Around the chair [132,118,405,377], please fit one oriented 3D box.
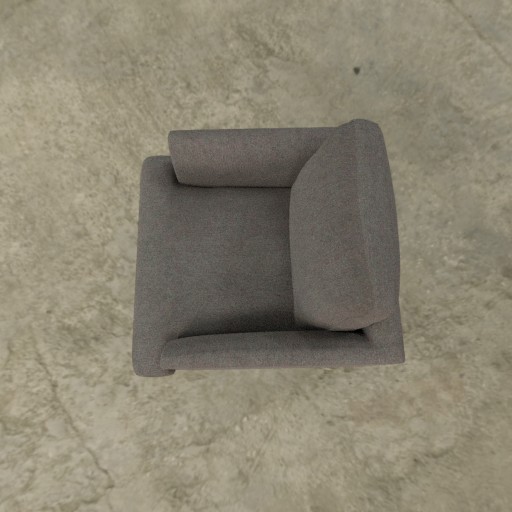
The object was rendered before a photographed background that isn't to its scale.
[{"bbox_3d":[0.000,0.000,1.654,0.899,0.957,0.858,-1,75,0],"label":"chair"}]
